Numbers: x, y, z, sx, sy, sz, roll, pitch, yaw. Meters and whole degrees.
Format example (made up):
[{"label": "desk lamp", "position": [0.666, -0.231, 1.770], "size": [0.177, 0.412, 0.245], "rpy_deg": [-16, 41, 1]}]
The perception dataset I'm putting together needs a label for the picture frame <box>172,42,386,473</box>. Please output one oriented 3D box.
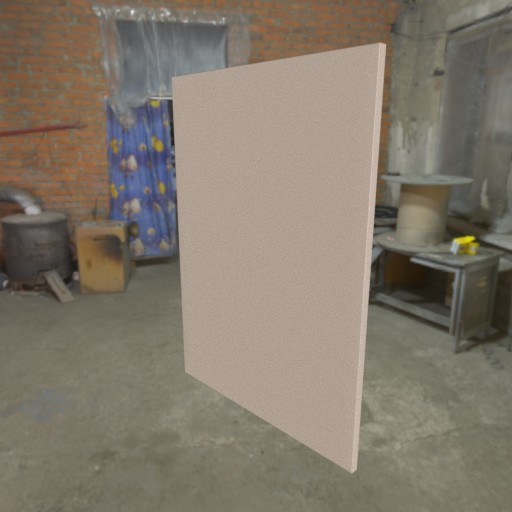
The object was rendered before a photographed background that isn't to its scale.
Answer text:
[{"label": "picture frame", "position": [0.000, 0.000, 0.663], "size": [0.012, 0.534, 0.381], "rpy_deg": [-14, 20, -43]}]
